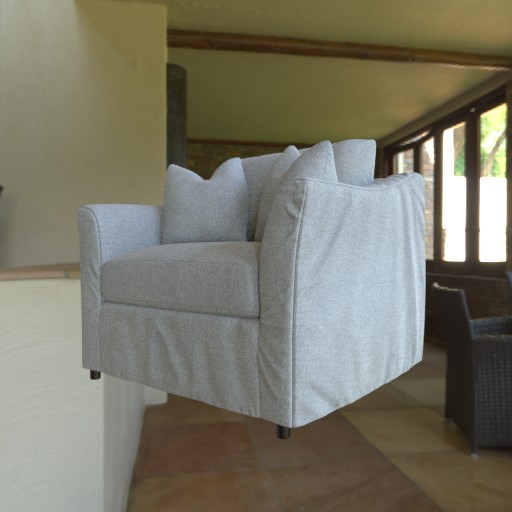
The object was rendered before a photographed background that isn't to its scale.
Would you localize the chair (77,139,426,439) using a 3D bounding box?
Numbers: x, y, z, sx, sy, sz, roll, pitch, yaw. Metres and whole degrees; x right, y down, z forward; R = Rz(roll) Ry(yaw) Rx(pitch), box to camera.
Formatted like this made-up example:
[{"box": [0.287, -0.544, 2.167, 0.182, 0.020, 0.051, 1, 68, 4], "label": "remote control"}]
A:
[{"box": [0.000, 0.000, 1.988, 1.194, 1.059, 1.071, 0, 0, 38], "label": "chair"}]
